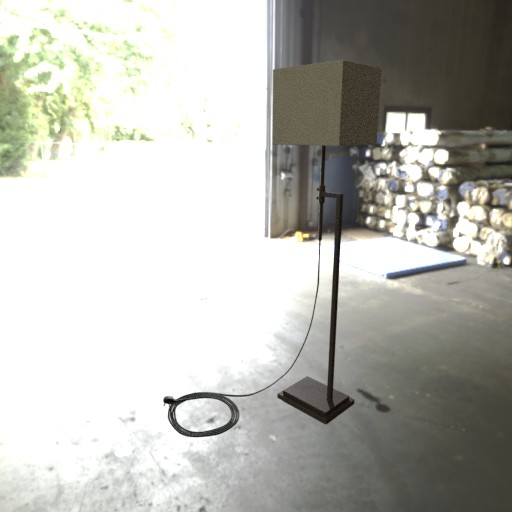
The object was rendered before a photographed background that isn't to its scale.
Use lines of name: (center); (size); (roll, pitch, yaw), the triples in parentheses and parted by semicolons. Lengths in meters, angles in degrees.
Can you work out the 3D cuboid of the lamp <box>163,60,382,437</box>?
lamp: (0.000, 0.000, 2.017); (0.774, 1.600, 0.698); (-15, 21, -43)
